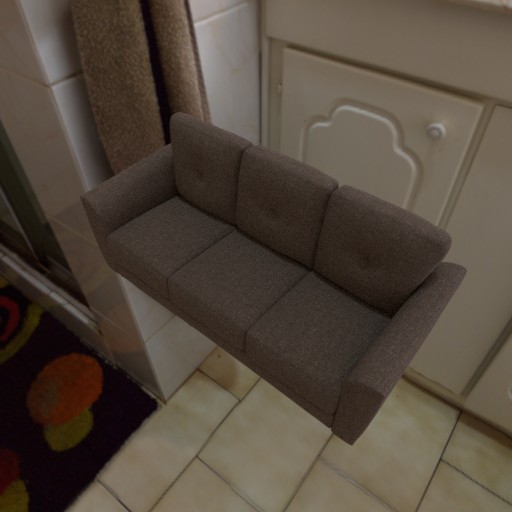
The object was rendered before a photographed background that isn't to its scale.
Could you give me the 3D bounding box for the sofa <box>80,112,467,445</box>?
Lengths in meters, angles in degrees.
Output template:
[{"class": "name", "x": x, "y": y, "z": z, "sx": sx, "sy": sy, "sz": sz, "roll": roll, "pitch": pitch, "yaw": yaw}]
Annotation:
[{"class": "sofa", "x": 0.000, "y": 0.000, "z": 2.347, "sx": 1.847, "sy": 0.891, "sz": 0.837, "roll": 30, "pitch": 53, "yaw": 26}]
